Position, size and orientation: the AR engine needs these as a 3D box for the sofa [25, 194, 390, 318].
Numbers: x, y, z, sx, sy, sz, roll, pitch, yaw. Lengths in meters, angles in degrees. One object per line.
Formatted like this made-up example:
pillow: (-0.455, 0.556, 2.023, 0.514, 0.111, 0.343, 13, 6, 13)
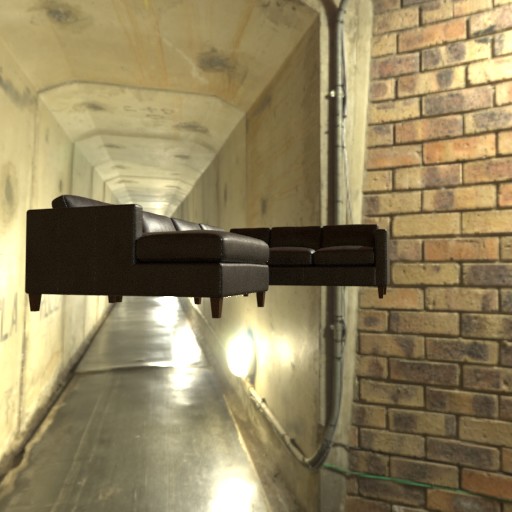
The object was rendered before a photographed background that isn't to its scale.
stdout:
sofa: (0.000, 0.000, 4.410, 2.452, 0.891, 3.324, -1, -2, 19)
